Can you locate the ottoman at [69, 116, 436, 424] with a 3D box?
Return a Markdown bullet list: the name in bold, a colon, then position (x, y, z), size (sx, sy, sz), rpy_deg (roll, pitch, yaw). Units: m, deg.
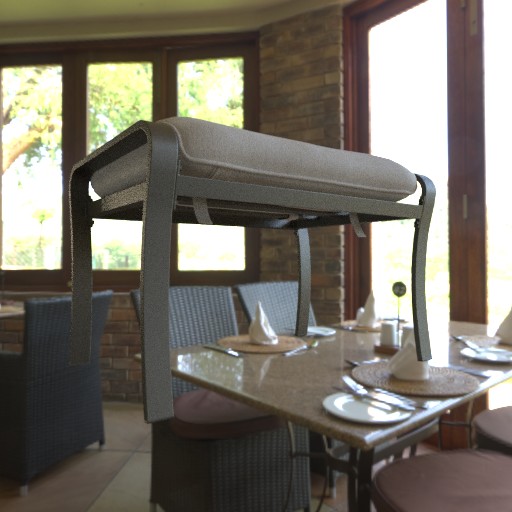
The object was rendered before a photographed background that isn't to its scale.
- **ottoman**: position (0.000, 0.000, 0.880), size (0.610, 0.422, 0.406), rpy_deg (1, -1, -36)
